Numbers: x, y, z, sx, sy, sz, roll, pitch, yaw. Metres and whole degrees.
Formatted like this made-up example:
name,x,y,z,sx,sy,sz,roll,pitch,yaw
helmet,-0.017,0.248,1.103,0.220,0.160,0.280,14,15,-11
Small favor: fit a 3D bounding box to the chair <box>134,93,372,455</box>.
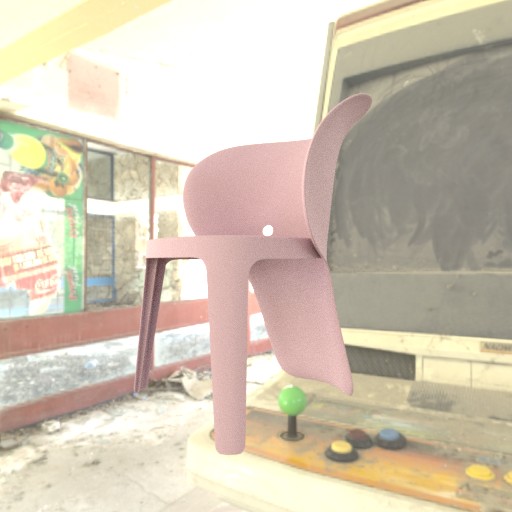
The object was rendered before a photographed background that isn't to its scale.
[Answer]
name,x,y,z,sx,sy,sz,roll,pitch,yaw
chair,0.000,0.000,0.858,0.402,0.554,0.451,0,-1,-34
